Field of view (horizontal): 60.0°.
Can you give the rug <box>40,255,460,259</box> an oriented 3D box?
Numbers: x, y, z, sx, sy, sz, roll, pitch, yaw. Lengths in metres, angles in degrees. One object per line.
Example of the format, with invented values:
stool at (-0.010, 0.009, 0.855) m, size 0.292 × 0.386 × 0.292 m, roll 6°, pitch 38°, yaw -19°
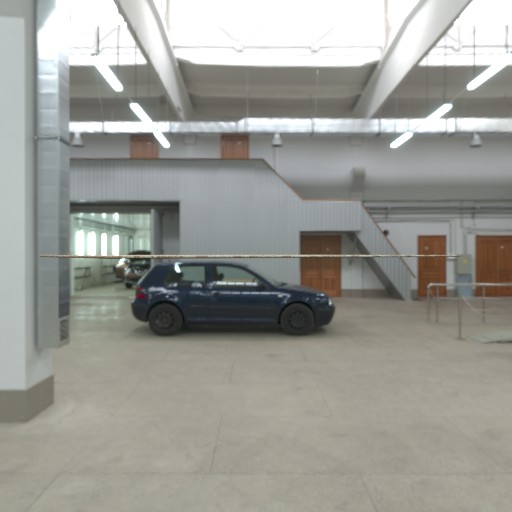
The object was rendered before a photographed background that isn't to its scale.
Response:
rug at (0.000, 0.000, 3.012) m, size 2.435 × 0.011 × 1.526 m, roll 0°, pitch 0°, yaw -35°
